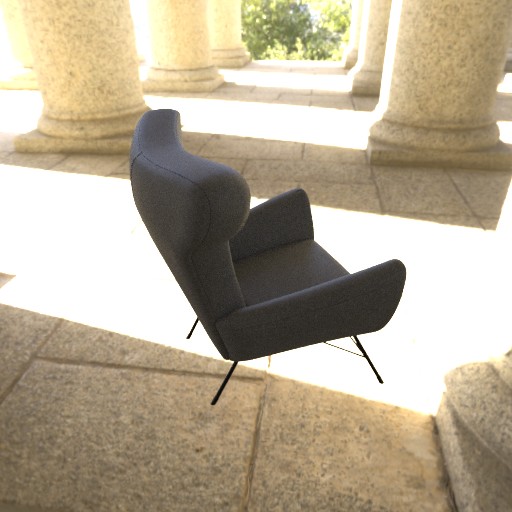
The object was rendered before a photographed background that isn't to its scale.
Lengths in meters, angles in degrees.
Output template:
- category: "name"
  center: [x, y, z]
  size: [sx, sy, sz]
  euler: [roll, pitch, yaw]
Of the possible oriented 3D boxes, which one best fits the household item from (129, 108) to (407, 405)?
- category: "household item"
  center: [0.000, 0.000, 1.810]
  size: [0.900, 1.050, 0.980]
  euler: [-11, 32, -18]
